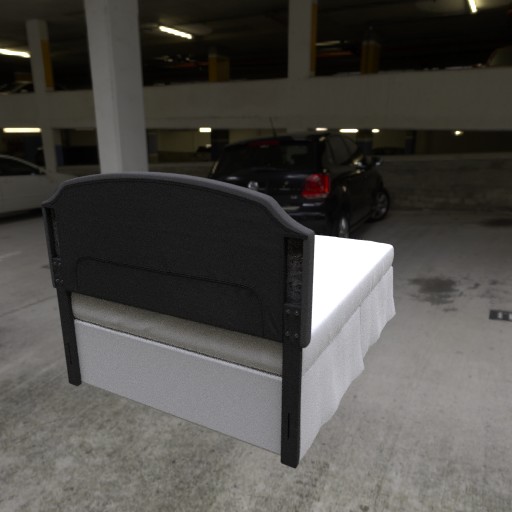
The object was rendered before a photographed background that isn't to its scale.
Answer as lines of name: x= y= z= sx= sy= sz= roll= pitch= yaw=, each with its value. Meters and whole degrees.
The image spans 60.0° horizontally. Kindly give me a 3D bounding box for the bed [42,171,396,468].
bed: x=0.000 y=0.000 z=2.968 sx=1.558 sy=1.270 sz=1.999 roll=8 pitch=18 yaw=27
